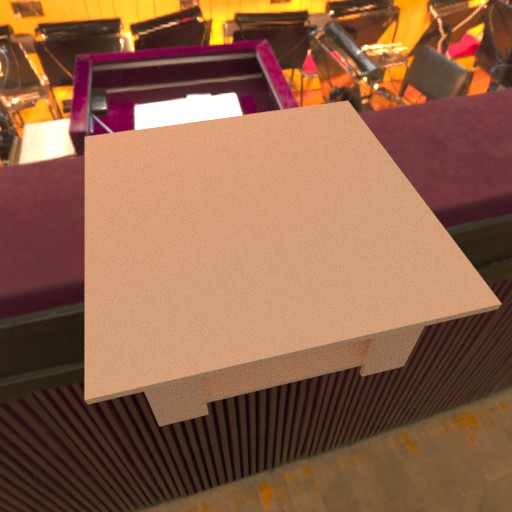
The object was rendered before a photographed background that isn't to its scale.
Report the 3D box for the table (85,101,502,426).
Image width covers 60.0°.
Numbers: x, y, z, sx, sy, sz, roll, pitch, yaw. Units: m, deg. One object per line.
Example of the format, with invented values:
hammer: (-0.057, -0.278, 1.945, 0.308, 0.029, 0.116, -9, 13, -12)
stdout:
table: (0.000, 0.000, 1.011, 0.670, 0.305, 0.670, -11, 50, -9)
